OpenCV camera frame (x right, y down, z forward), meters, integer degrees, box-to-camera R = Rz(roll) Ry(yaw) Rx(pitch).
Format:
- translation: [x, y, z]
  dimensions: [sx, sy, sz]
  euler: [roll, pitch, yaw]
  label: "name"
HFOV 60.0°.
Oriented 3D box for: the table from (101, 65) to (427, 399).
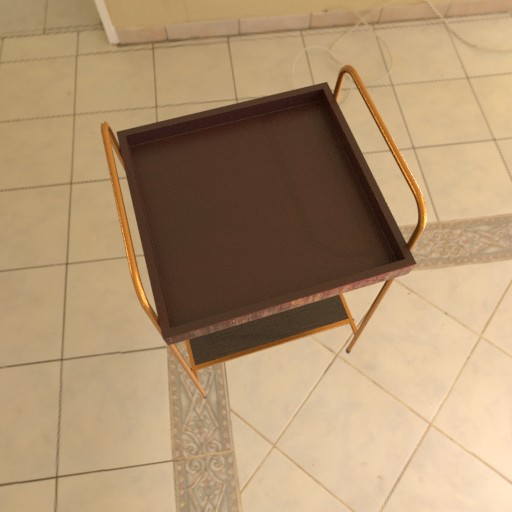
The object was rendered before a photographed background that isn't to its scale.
- translation: [0.000, 0.000, 0.985]
  dimensions: [0.430, 0.710, 0.430]
  euler: [-16, 67, -7]
  label: "table"
